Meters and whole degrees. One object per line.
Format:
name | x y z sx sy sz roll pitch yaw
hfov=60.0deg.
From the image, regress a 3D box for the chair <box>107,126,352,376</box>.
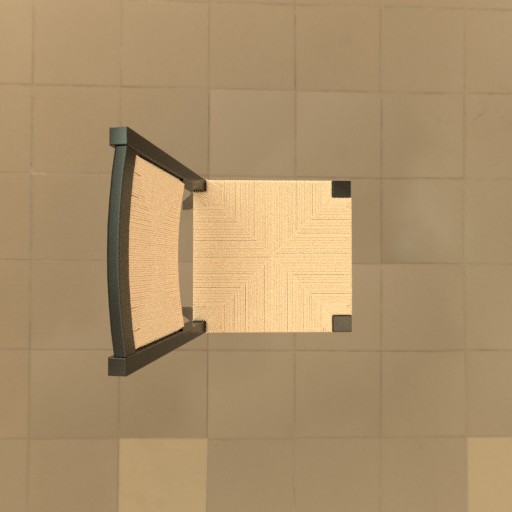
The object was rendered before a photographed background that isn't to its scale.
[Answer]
chair | 0.000 0.000 1.235 0.552 0.927 0.437 0 89 -2
